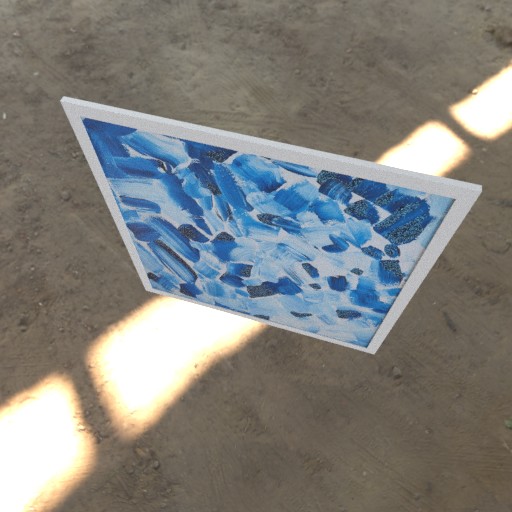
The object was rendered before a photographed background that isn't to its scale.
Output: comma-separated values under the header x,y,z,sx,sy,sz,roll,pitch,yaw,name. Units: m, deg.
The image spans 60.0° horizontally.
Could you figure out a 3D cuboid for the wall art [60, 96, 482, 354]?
x,y,z,sx,sy,sz,roll,pitch,yaw,name
0.000,0.000,1.169,0.812,0.812,0.015,14,59,9,wall art
